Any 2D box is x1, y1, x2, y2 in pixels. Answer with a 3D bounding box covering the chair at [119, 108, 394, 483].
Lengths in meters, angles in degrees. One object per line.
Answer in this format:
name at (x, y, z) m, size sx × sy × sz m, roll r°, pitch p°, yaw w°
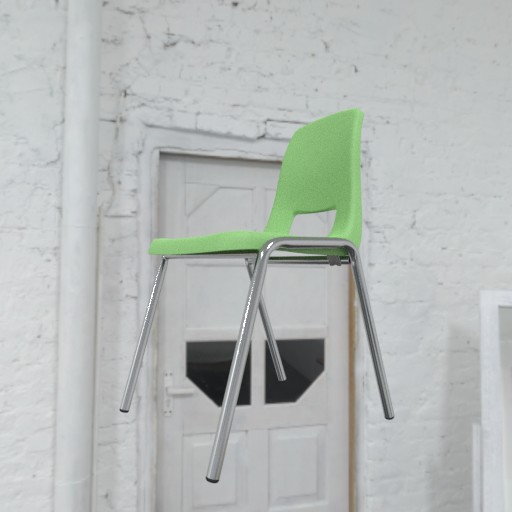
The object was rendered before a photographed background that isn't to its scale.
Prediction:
chair at (0.000, 0.000, 0.904) m, size 0.436 × 0.653 × 0.381 m, roll 0°, pitch -1°, yaw -36°
